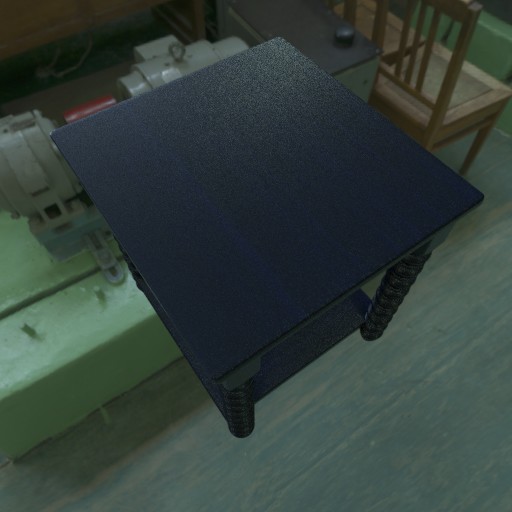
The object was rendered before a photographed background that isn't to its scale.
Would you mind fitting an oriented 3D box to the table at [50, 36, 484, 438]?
[{"bbox_3d":[0.000,0.000,0.960,0.500,0.567,0.533,-31,62,-18],"label":"table"}]
